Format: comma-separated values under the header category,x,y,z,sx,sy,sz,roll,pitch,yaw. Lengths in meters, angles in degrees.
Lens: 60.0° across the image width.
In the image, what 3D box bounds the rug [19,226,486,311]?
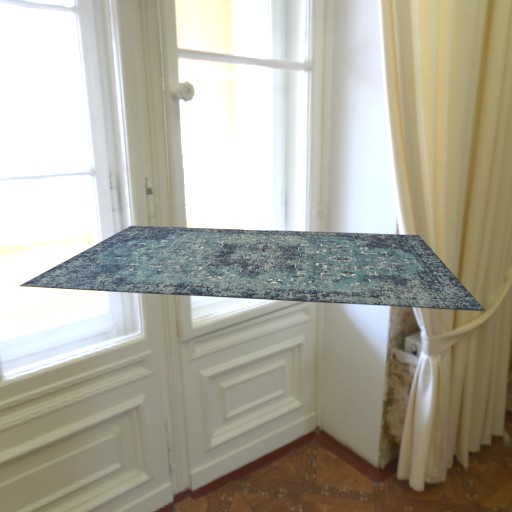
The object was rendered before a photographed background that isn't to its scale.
category,x,y,z,sx,sy,sz,roll,pitch,yaw
rug,0.000,0.000,3.011,2.440,0.007,1.525,2,17,8
